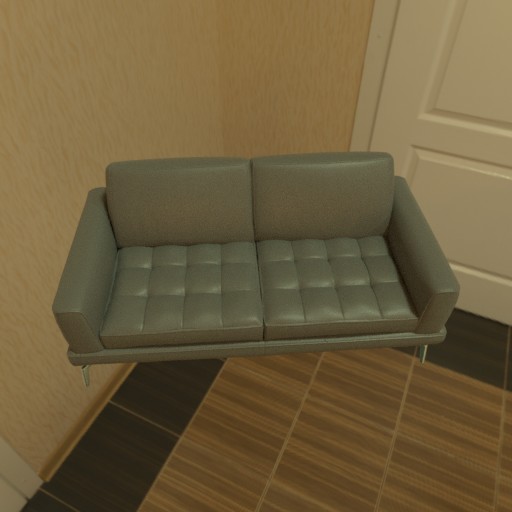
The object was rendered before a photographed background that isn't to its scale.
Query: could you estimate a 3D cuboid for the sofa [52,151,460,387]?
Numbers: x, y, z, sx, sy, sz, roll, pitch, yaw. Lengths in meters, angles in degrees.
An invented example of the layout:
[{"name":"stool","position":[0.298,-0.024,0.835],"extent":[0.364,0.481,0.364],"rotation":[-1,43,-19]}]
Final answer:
[{"name":"sofa","position":[0.000,0.000,2.726],"extent":[2.177,0.930,1.121],"rotation":[-3,45,-3]}]
